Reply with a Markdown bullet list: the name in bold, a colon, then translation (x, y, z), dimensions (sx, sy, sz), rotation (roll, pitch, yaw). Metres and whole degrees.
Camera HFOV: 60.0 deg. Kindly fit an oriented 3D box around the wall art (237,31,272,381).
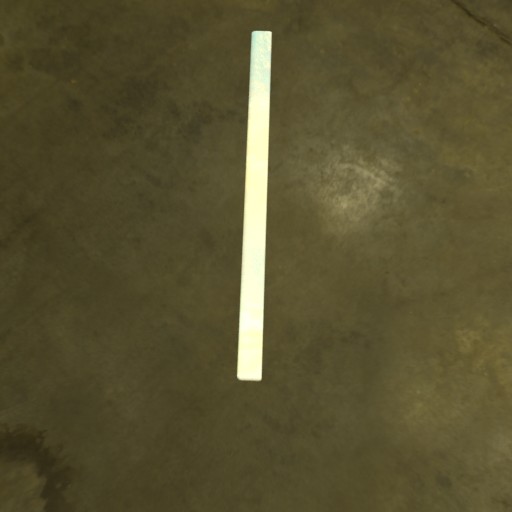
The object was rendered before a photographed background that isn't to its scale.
- **wall art**: translation (0.000, 0.000, 1.164), dimensions (0.037, 0.915, 0.605), rotation (2, 76, 0)
